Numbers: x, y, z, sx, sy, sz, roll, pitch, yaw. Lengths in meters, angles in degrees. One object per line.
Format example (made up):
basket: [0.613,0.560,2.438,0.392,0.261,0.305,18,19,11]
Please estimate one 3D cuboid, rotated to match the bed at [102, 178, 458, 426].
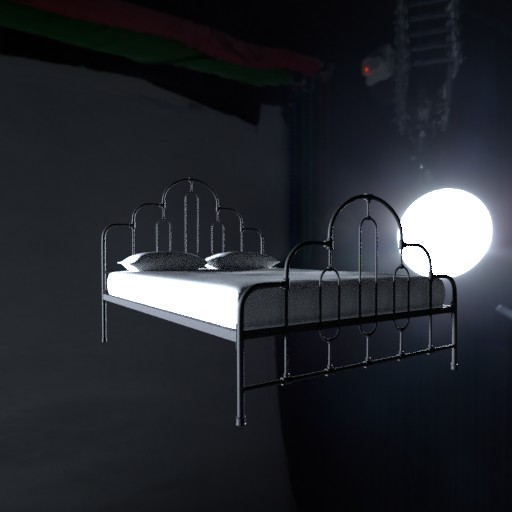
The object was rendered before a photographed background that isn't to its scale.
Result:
bed: [0.000,0.000,3.231,1.640,1.429,2.163,0,1,-34]
